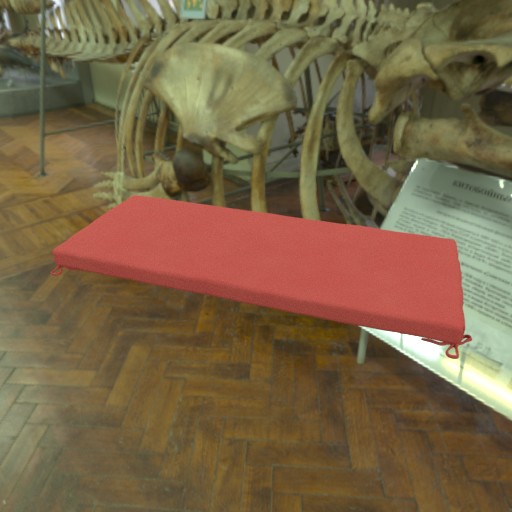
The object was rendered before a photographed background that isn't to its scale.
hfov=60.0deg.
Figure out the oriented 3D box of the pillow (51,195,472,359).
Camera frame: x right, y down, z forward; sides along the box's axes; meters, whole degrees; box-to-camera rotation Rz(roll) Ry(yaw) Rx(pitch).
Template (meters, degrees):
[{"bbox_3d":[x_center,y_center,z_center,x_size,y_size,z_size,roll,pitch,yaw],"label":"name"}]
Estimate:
[{"bbox_3d":[0.000,0.000,1.337,1.187,0.081,0.492,10,31,16],"label":"pillow"}]
